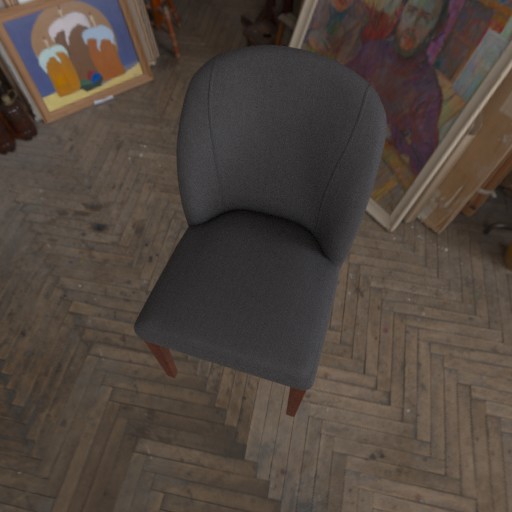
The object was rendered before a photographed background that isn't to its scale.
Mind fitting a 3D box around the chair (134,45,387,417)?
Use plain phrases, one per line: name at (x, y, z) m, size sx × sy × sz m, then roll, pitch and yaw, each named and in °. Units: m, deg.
chair at (0.000, 0.000, 1.240) m, size 0.506 × 0.879 × 0.619 m, roll 15°, pitch 59°, yaw 9°
